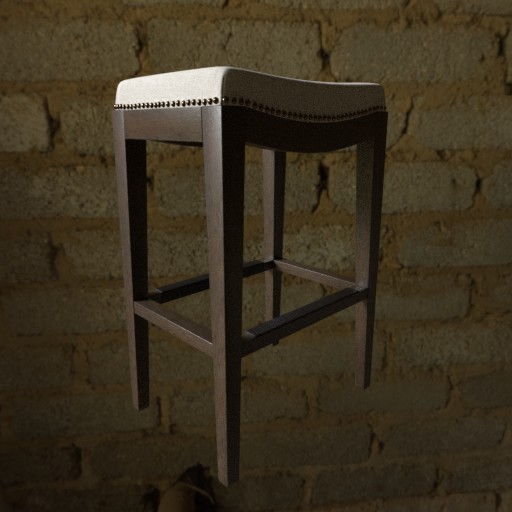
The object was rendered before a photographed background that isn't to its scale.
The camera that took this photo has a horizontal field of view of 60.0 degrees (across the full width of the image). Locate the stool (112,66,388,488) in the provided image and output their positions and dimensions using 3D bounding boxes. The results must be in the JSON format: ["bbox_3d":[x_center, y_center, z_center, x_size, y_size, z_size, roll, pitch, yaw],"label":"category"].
[{"bbox_3d":[0.000,0.000,1.028,0.498,0.759,0.358,-15,22,-42],"label":"stool"}]
